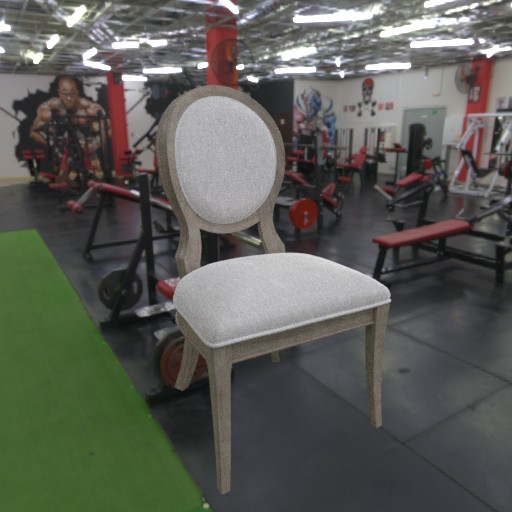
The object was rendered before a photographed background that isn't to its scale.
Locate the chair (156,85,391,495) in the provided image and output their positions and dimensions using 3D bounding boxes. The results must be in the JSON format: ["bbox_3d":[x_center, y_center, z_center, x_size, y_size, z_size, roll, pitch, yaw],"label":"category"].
[{"bbox_3d":[0.000,0.000,1.322,0.558,0.990,0.602,-9,19,-28],"label":"chair"}]
